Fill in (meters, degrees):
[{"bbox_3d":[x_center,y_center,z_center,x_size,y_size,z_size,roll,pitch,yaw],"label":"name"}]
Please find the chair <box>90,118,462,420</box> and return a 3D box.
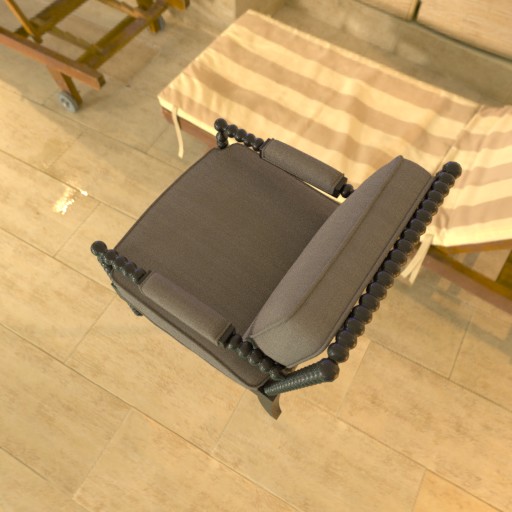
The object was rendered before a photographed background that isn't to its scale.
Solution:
[{"bbox_3d":[0.000,0.000,1.106,0.622,0.661,0.540,32,67,15],"label":"chair"}]
